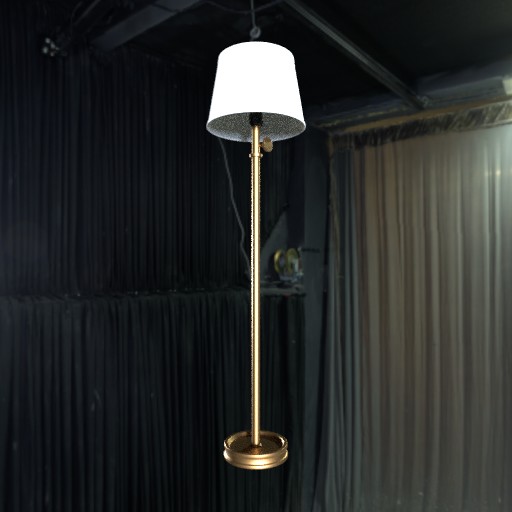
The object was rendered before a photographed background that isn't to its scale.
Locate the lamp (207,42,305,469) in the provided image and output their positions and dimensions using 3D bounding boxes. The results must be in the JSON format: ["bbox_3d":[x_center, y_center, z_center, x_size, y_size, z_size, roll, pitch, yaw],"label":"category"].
[{"bbox_3d":[0.000,0.000,0.799,0.178,0.710,0.178,0,-1,0],"label":"lamp"}]
